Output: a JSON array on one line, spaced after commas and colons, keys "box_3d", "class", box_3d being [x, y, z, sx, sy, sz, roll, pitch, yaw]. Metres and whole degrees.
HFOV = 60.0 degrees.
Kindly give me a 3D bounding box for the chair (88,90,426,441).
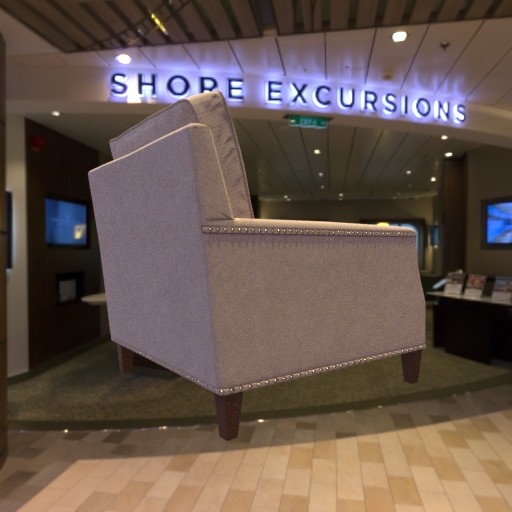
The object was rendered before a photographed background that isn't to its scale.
[{"box_3d": [0.000, 0.000, 1.698, 1.014, 0.943, 0.853, -1, 1, -36], "class": "chair"}]
